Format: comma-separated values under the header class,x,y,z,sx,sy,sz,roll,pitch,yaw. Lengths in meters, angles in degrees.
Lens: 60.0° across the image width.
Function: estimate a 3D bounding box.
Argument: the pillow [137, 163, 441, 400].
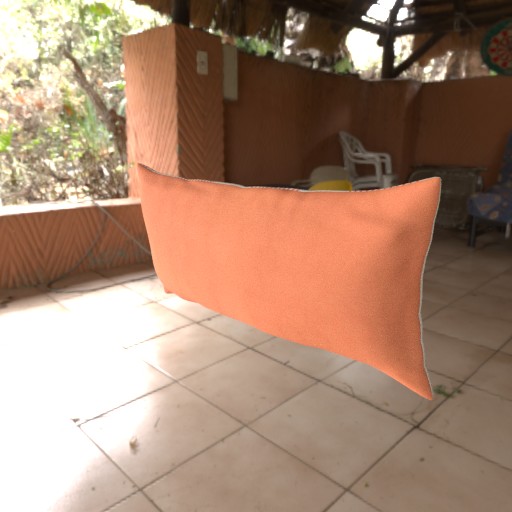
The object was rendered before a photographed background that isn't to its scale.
class,x,y,z,sx,sy,sz,roll,pitch,yaw
pillow,0.000,0.000,0.734,0.608,0.292,0.156,14,20,43
